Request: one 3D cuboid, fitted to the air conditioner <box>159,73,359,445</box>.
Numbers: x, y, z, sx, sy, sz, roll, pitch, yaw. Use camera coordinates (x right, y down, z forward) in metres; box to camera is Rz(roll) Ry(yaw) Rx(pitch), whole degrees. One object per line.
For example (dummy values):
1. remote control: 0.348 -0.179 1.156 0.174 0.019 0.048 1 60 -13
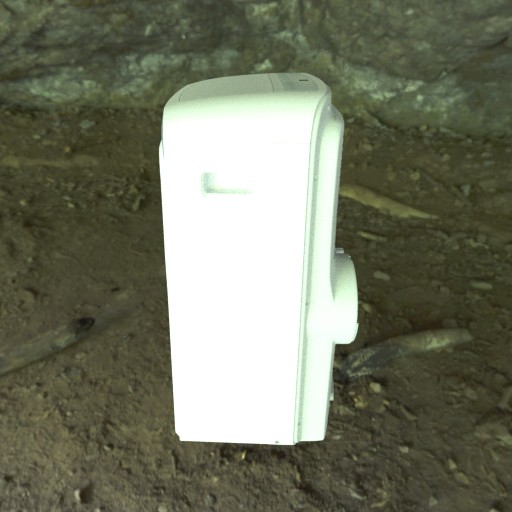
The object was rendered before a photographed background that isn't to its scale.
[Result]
1. air conditioner: 0.000 0.000 0.944 0.365 0.700 0.454 0 27 -1
